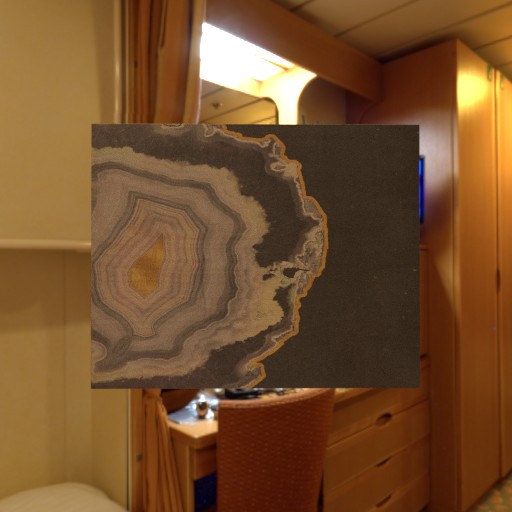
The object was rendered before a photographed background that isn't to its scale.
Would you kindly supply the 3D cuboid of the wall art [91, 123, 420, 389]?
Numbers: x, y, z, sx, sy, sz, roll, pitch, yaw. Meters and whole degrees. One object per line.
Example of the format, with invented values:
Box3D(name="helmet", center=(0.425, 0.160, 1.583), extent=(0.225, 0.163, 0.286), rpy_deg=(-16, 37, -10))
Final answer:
Box3D(name="wall art", center=(0.000, 0.000, 0.689), extent=(0.508, 0.408, 0.010), rpy_deg=(0, 0, -1))
